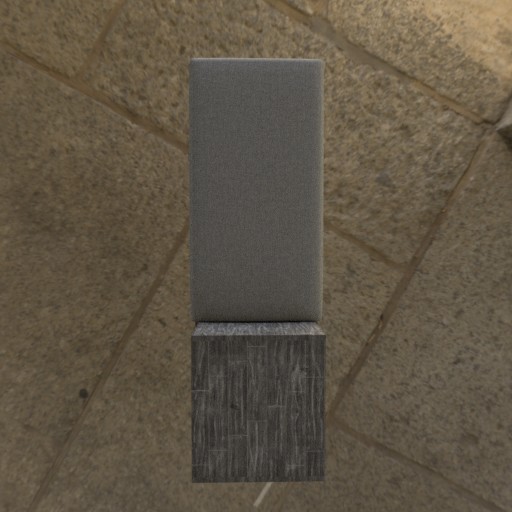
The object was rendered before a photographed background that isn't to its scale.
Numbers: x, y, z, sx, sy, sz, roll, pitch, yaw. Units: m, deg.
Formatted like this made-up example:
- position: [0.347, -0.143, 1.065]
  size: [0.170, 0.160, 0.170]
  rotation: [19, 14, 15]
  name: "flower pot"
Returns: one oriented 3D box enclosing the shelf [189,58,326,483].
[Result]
- position: [0.000, 0.000, 1.608]
  size: [0.457, 0.633, 1.342]
  rotation: [0, 92, -1]
  name: "shelf"
